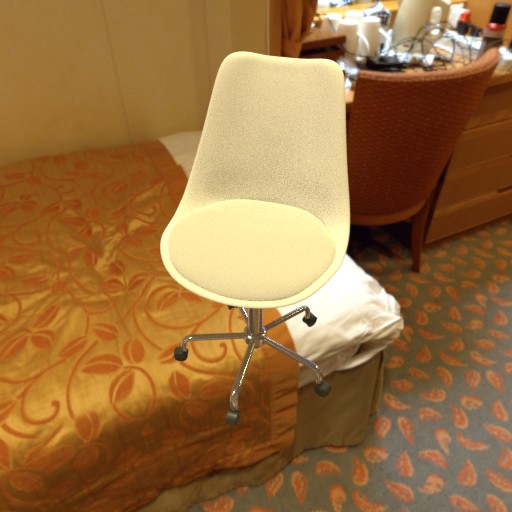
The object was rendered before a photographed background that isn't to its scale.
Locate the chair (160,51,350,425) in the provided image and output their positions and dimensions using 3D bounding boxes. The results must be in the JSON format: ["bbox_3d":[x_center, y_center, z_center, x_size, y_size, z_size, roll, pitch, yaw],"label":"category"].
[{"bbox_3d":[0.000,0.000,1.250,0.550,0.930,0.550,11,42,13],"label":"chair"}]
